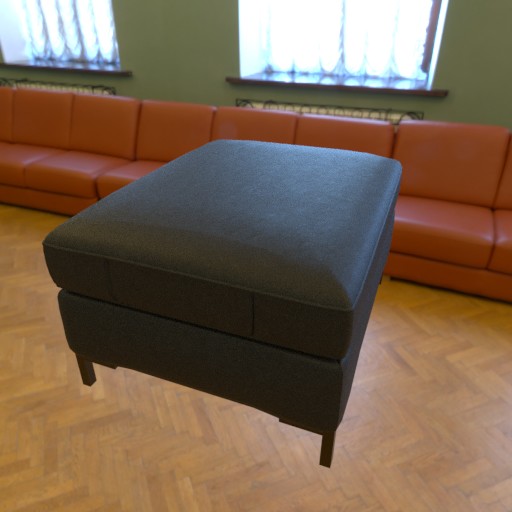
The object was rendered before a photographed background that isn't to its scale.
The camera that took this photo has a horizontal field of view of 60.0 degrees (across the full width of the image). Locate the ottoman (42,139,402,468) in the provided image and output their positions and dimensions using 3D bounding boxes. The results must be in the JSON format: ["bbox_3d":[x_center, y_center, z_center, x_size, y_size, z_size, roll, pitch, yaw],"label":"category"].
[{"bbox_3d":[0.000,0.000,1.786,0.967,0.696,1.187,11,31,19],"label":"ottoman"}]
